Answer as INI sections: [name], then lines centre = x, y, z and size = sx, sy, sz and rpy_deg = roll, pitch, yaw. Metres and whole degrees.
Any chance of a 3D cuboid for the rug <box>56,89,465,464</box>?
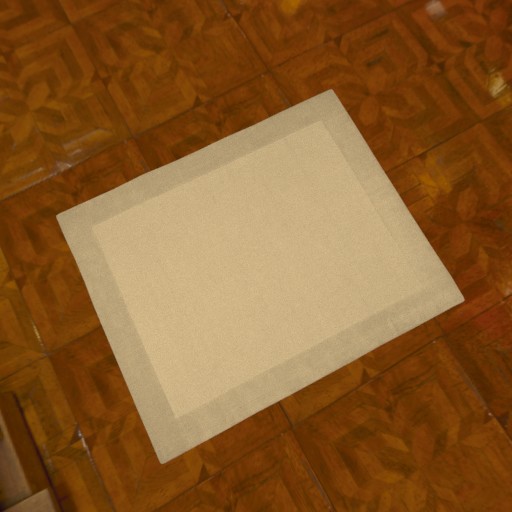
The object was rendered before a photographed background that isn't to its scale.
[rug]
centre = 0.000, 0.000, 4.046
size = 2.976, 0.018, 2.430
rpy_deg = -26, 77, -7
